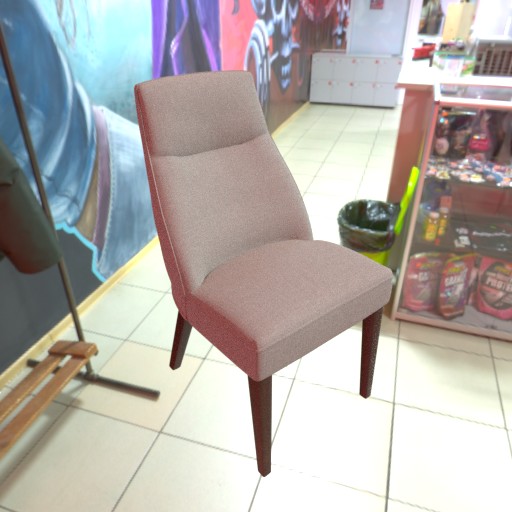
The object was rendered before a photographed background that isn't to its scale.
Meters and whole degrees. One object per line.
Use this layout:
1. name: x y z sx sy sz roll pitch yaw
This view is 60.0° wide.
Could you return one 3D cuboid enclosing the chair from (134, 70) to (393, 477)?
1. chair: 0.000 0.000 1.280 0.500 0.930 0.620 -22 37 -33
